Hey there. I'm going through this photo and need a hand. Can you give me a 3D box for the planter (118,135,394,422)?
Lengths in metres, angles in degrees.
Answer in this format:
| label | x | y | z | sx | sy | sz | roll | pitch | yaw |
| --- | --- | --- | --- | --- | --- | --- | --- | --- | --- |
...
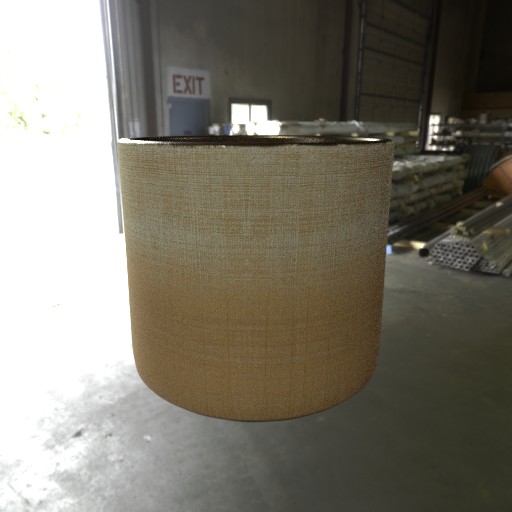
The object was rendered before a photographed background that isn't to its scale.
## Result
| label | x | y | z | sx | sy | sz | roll | pitch | yaw |
| --- | --- | --- | --- | --- | --- | --- | --- | --- | --- |
| planter | 0.000 | 0.000 | 0.389 | 0.221 | 0.201 | 0.221 | 0 | 16 | 0 |
